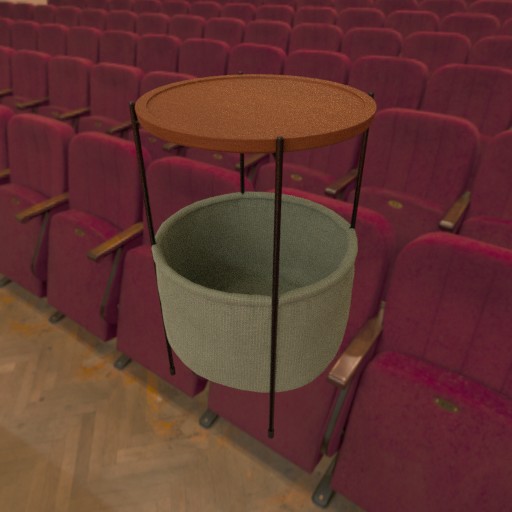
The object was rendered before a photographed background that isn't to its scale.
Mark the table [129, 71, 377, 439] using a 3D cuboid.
[{"bbox_3d":[0.000,0.000,0.895,0.400,0.623,0.400,22,40,29],"label":"table"}]
